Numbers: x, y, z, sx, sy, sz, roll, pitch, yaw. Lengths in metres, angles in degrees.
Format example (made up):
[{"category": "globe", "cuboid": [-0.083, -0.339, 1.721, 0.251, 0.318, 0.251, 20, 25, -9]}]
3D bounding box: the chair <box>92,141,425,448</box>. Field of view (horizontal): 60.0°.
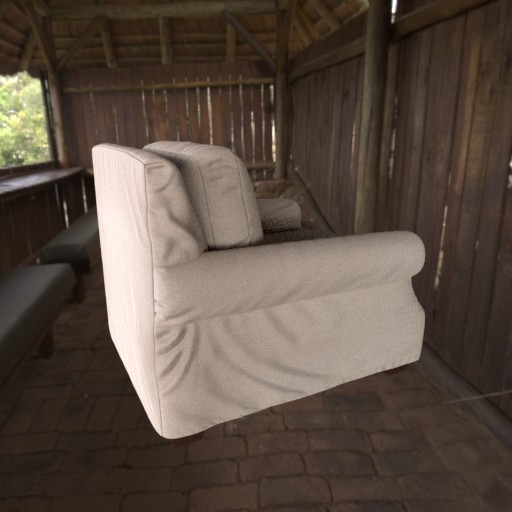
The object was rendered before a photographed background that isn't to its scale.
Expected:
[{"category": "chair", "cuboid": [0.000, 0.000, 1.711, 1.066, 0.866, 0.940, -9, 19, -27]}]
